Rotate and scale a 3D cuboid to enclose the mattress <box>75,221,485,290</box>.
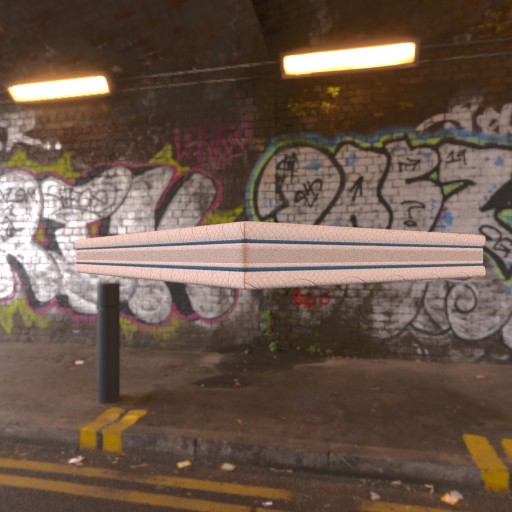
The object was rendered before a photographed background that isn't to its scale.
[{"bbox_3d":[0.000,0.000,2.707,1.600,0.230,2.000,0,0,-37],"label":"mattress"}]
